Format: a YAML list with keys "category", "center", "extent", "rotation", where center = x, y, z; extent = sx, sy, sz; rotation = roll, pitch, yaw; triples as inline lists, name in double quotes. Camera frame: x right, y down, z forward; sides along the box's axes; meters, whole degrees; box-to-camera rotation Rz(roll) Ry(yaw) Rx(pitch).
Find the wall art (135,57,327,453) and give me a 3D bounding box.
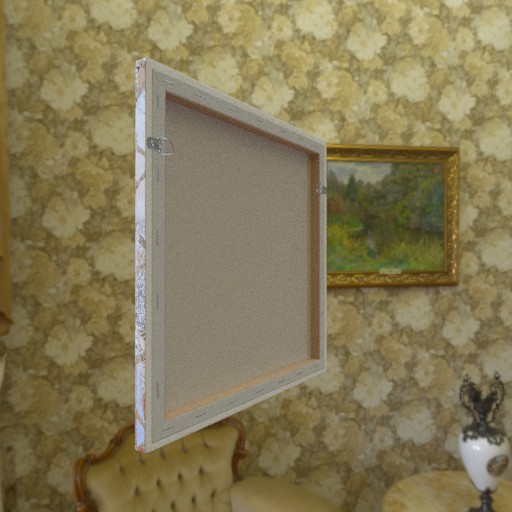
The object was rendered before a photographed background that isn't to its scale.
- category: "wall art"
  center: [0.000, 0.000, 1.393]
  extent: [0.039, 0.914, 0.912]
  rotation: [0, 0, 36]
